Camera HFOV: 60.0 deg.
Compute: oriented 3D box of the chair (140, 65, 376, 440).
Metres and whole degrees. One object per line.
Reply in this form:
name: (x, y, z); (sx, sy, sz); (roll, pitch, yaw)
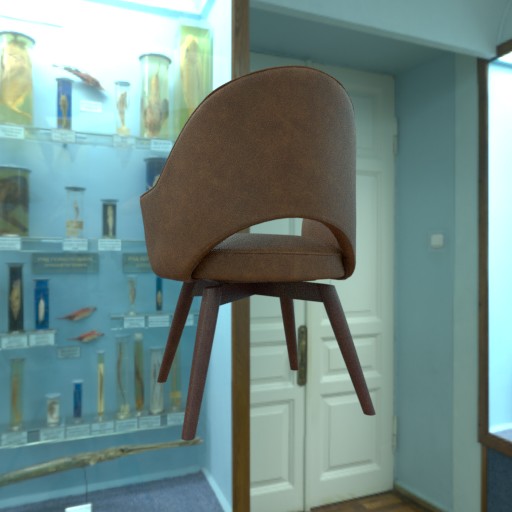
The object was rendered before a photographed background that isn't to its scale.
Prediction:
chair: (0.000, 0.000, 1.207); (0.591, 0.777, 0.640); (0, 0, -19)
